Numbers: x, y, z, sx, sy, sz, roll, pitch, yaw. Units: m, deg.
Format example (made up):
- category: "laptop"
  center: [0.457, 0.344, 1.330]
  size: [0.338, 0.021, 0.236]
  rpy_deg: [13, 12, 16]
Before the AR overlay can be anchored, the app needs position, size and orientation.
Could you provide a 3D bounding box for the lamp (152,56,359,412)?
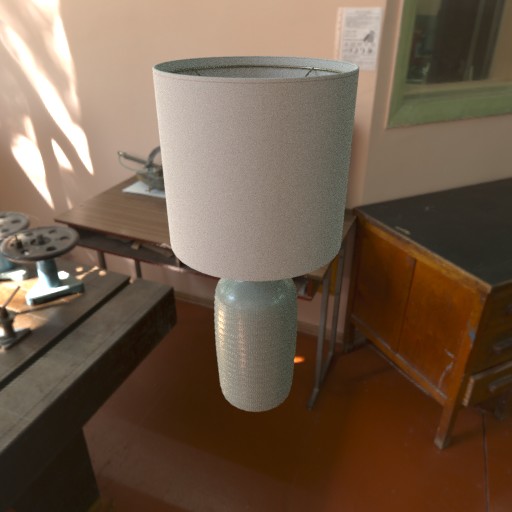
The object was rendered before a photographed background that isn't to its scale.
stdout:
- category: "lamp"
  center: [0.000, 0.000, 0.597]
  size: [0.220, 0.475, 0.220]
  rpy_deg: [-18, 34, -29]
